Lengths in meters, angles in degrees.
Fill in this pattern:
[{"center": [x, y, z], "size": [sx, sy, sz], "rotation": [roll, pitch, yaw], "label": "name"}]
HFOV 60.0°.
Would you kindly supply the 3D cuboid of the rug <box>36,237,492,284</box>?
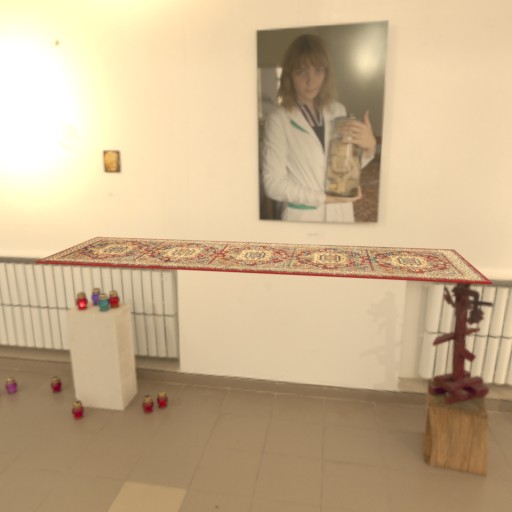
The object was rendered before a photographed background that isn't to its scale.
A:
[{"center": [0.000, 0.000, 2.514], "size": [2.292, 0.015, 0.659], "rotation": [2, 15, 9], "label": "rug"}]
